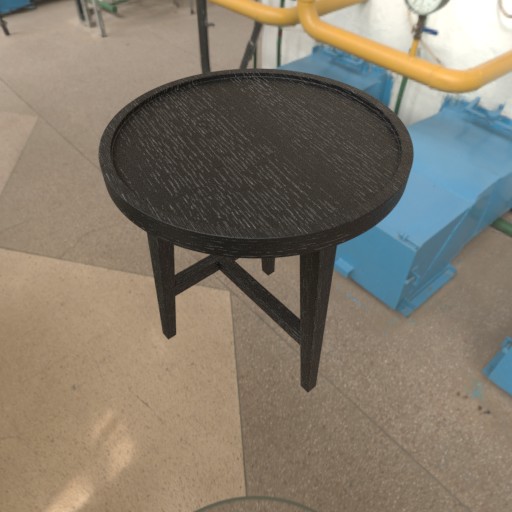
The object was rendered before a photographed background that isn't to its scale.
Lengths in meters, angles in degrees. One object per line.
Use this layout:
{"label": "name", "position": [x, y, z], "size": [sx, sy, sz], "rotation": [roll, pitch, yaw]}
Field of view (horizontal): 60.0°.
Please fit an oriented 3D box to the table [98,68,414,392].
{"label": "table", "position": [0.000, 0.000, 0.742], "size": [0.399, 0.460, 0.399], "rotation": [0, 46, 0]}
